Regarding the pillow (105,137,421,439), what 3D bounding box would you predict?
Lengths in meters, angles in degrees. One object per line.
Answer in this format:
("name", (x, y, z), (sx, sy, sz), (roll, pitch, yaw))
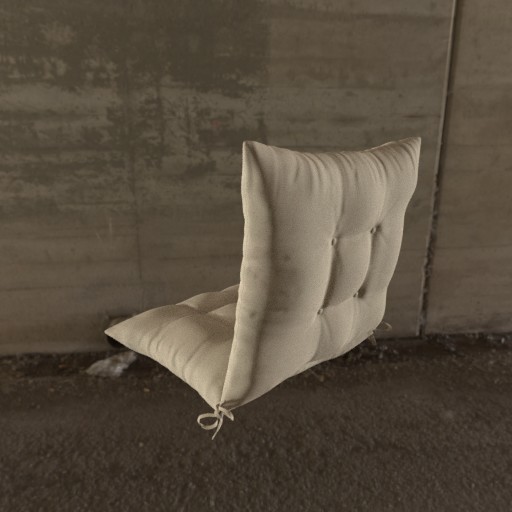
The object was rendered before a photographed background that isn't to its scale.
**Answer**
("pillow", (0.000, 0.000, 1.019), (0.541, 0.536, 0.585), (-15, 22, -41))
